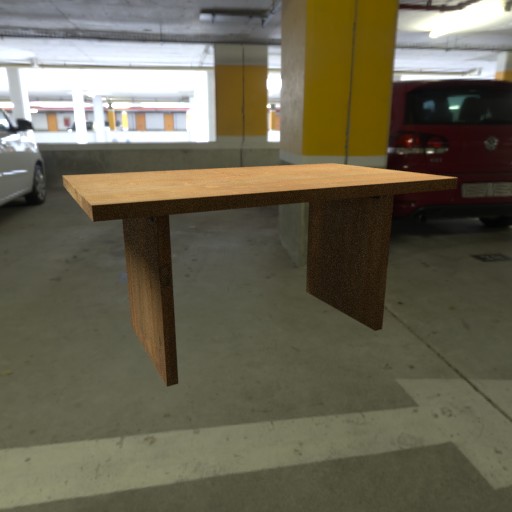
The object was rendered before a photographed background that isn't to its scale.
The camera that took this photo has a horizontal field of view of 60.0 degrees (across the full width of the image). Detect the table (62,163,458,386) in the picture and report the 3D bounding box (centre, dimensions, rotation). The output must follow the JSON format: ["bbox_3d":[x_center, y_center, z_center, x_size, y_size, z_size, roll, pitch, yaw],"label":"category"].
[{"bbox_3d":[0.000,0.000,2.198,1.609,0.780,0.946,-8,18,-26],"label":"table"}]
